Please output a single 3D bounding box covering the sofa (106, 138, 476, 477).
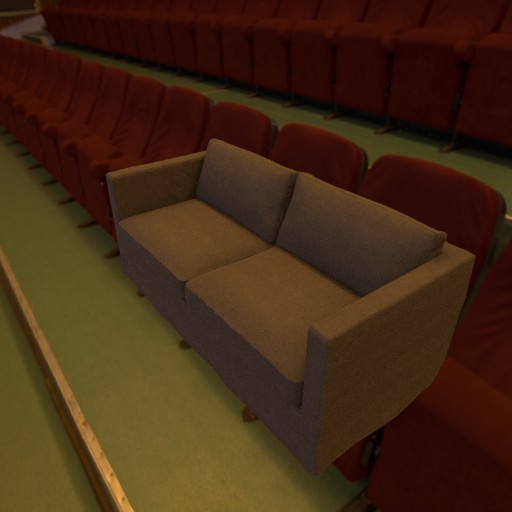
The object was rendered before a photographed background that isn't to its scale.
[{"bbox_3d":[0.000,0.000,2.488,0.953,0.855,1.982,-22,37,-31],"label":"sofa"}]
